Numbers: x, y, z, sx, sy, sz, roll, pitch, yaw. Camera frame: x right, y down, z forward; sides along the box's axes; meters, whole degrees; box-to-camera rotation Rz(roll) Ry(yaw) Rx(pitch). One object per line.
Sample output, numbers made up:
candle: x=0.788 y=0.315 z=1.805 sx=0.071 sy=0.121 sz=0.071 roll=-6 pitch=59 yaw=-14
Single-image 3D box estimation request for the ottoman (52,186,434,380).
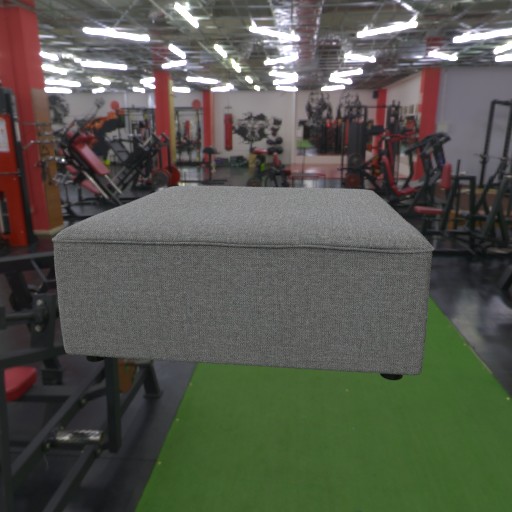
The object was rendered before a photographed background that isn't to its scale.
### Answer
ottoman: x=0.000 y=0.000 z=1.647 sx=1.017 sy=0.423 sz=1.023 roll=2 pitch=16 yaw=7
